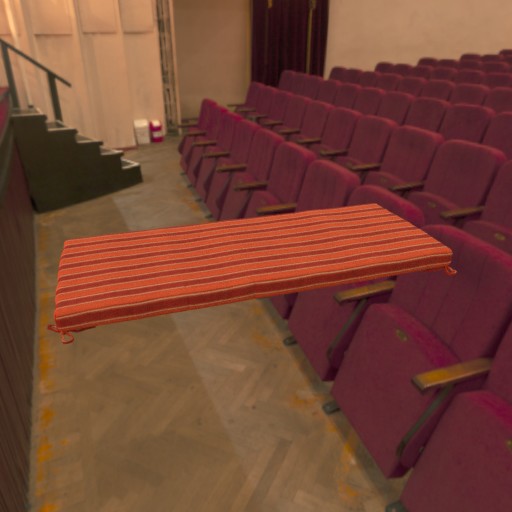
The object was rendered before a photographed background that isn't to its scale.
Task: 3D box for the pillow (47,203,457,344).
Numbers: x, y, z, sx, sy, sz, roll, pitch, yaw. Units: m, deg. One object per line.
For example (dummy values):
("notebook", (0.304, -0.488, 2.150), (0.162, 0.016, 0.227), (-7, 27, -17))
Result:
("pillow", (0.000, 0.000, 1.387), (1.187, 0.081, 0.492), (-8, 28, -16))
